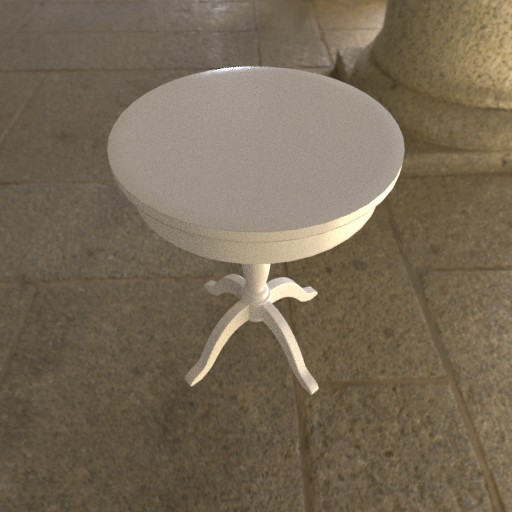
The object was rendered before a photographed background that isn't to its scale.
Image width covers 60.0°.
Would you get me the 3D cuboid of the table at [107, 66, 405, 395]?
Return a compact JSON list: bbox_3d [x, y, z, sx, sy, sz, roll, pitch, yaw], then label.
[{"bbox_3d":[0.000,0.000,1.022,0.513,0.653,0.513,0,47,0],"label":"table"}]
